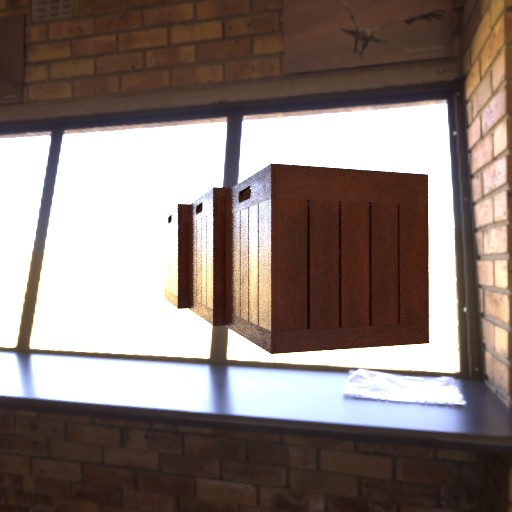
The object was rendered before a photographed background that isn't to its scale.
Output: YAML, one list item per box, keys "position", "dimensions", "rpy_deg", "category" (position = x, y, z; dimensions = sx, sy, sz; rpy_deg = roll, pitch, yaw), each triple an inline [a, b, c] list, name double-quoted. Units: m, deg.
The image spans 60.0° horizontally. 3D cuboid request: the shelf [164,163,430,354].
- position: [0.000, 0.000, 1.226]
  dimensions: [0.393, 0.311, 1.064]
  rpy_deg: [0, -1, -18]
  category: "shelf"
